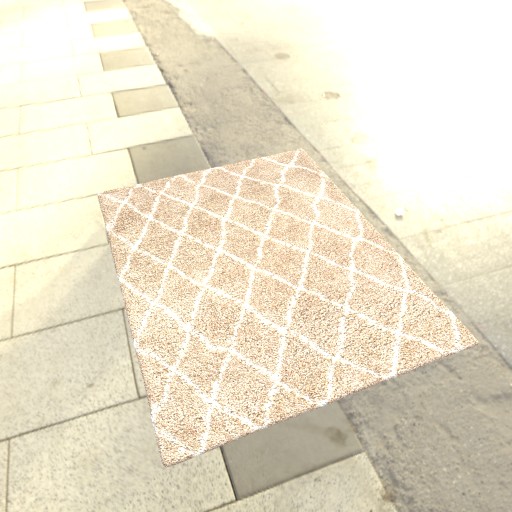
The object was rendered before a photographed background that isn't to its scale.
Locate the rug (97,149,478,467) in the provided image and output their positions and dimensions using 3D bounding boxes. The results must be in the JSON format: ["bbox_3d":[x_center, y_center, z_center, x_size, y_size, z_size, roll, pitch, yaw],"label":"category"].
[{"bbox_3d":[0.000,0.000,4.046,2.438,0.029,3.047,-16,46,-16],"label":"rug"}]
